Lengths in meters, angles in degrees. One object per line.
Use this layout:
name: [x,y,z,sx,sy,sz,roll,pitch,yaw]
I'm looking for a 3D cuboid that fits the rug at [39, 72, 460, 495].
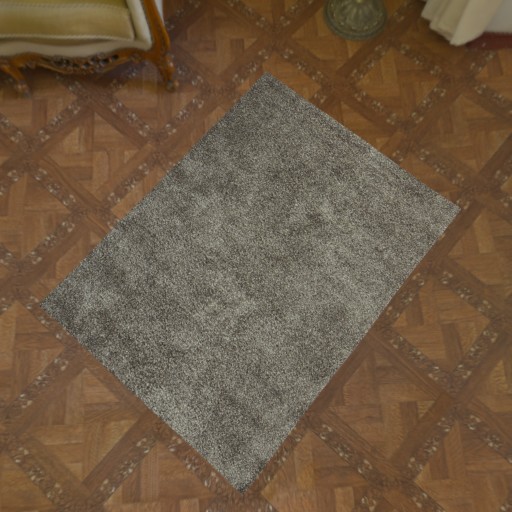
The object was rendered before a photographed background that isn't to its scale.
rug: [0.000,0.000,2.050,1.198,0.025,1.601,39,78,10]
